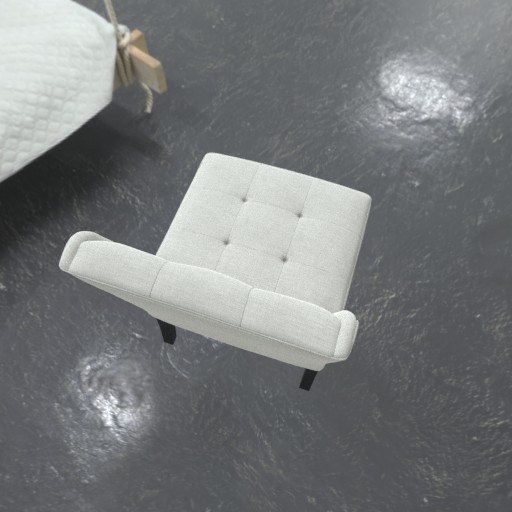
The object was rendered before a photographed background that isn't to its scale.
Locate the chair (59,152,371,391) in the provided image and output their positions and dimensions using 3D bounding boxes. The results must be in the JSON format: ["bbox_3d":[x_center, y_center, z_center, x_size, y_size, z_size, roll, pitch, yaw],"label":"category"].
[{"bbox_3d":[0.000,0.000,1.284,0.569,0.853,0.676,17,64,8],"label":"chair"}]
